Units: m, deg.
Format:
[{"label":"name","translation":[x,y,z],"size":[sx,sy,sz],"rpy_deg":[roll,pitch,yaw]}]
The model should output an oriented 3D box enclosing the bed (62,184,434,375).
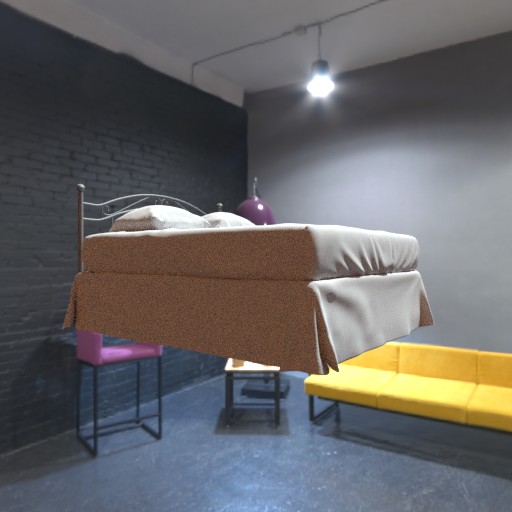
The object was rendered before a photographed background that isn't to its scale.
[{"label":"bed","translation":[0.000,0.000,3.352],"size":[2.215,1.080,1.936],"rpy_deg":[0,0,37]}]
